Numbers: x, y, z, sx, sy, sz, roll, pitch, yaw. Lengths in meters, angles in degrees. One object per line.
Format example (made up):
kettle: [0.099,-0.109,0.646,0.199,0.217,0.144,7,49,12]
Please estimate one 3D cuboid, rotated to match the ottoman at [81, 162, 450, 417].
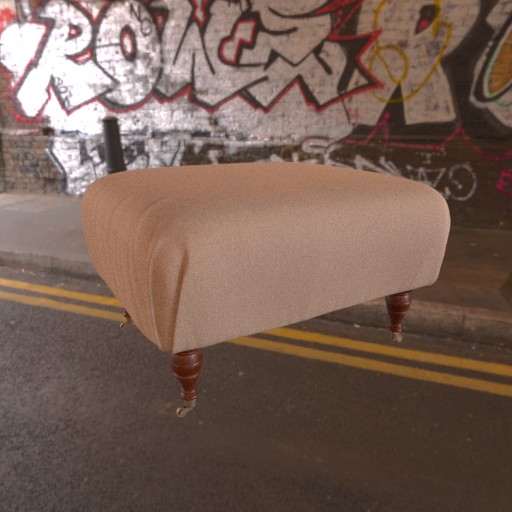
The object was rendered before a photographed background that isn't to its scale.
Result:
ottoman: [0.000,0.000,1.127,0.746,0.450,0.639,-10,20,-29]
